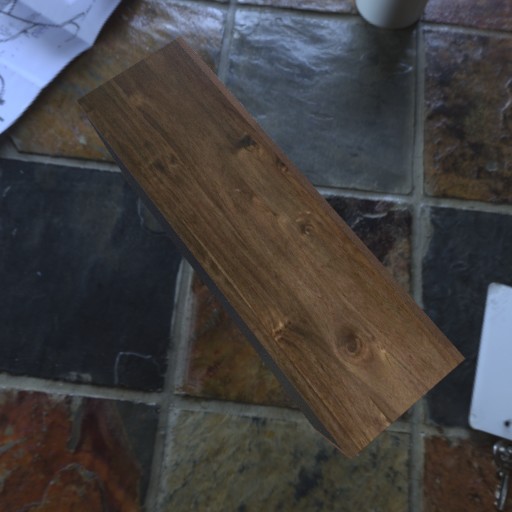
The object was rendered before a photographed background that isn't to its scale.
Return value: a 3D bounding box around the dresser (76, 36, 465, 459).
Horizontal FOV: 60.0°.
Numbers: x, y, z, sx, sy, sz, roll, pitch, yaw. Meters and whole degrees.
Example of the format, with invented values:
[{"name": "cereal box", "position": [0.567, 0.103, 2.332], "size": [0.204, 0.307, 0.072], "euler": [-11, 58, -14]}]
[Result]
[{"name": "dresser", "position": [0.000, 0.000, 1.790], "size": [0.446, 0.873, 1.400], "euler": [-37, 77, -10]}]
